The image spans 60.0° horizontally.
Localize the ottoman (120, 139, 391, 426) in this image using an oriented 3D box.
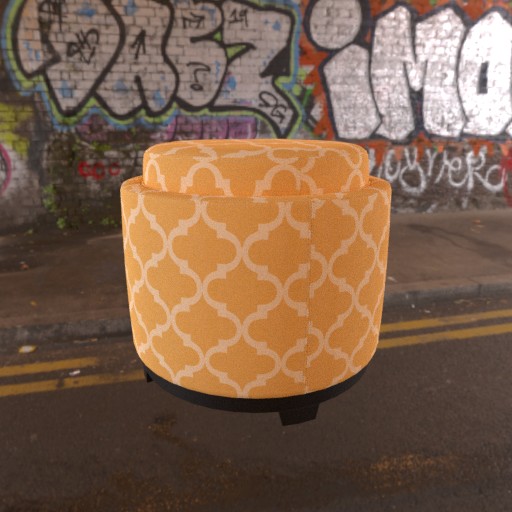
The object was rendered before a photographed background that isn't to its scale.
[{"bbox_3d":[0.000,0.000,0.846,0.480,0.429,0.480,0,17,0],"label":"ottoman"}]
